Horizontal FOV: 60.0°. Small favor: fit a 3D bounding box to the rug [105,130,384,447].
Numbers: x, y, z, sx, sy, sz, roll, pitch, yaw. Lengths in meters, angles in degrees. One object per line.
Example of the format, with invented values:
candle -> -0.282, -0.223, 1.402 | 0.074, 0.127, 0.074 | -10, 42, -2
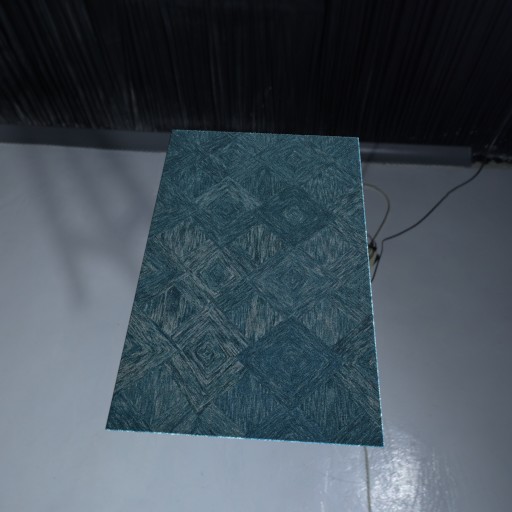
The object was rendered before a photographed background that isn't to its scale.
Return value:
rug -> 0.000, 0.000, 2.945 | 1.490, 0.015, 2.277 | 3, 59, 2
